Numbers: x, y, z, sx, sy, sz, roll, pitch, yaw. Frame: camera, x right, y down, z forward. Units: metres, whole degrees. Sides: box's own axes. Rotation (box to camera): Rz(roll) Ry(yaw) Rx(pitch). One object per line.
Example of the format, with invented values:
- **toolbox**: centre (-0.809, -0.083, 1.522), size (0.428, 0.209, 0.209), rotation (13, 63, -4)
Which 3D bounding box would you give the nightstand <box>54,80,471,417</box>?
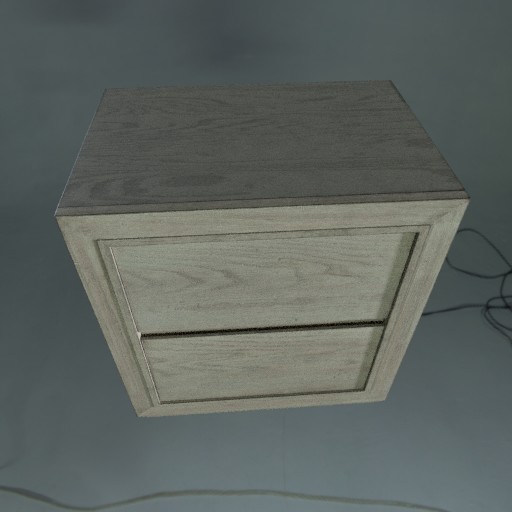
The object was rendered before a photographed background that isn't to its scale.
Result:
- **nightstand**: centre (0.000, 0.000, 1.051), size (0.612, 0.673, 0.483), rotation (-3, 45, -3)
